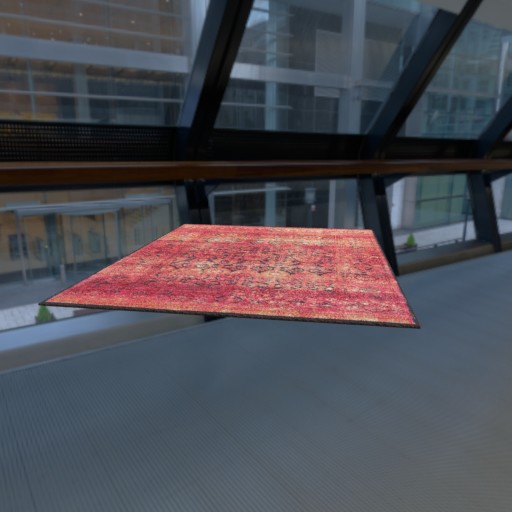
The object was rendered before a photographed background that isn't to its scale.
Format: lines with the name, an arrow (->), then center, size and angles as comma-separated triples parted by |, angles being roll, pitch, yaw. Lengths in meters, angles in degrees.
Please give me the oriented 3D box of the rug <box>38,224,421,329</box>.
rug -> 0.000, 0.000, 4.171 | 2.411, 0.020, 3.032 | 2, 14, 9
